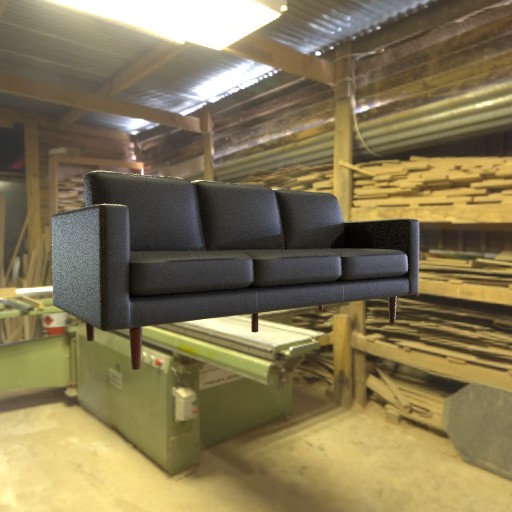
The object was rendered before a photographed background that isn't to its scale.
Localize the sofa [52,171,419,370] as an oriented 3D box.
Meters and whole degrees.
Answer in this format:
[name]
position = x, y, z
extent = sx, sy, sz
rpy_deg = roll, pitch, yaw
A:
[sofa]
position = 0.000, 0.000, 2.587
extent = 2.029, 0.899, 0.879
rpy_deg = -1, 2, -36
